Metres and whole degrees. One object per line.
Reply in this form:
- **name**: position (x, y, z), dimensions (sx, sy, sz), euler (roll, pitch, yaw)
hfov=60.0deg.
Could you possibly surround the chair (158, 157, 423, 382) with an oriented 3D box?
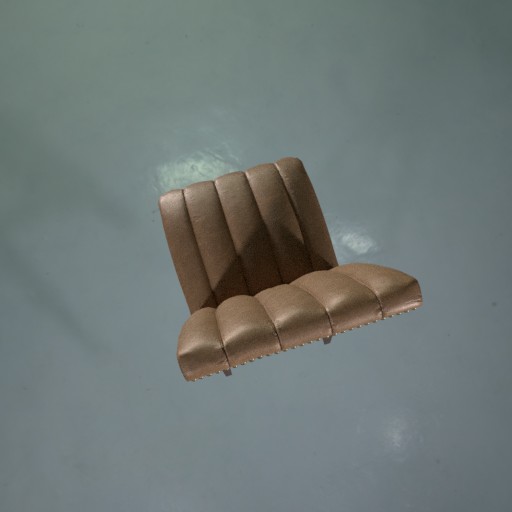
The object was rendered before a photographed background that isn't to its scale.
- **chair**: position (0.000, 0.000, 1.376), dimensions (0.511, 1.016, 0.647), euler (-17, 75, -5)
